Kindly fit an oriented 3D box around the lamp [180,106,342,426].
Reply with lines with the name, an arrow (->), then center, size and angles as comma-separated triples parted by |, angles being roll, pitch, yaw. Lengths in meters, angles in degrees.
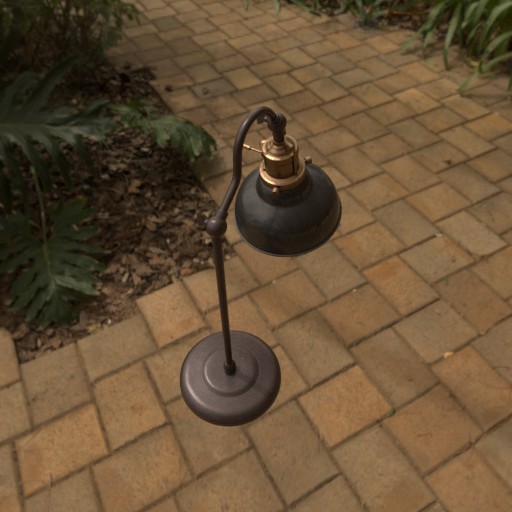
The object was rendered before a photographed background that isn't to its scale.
lamp -> 0.000, 0.000, 0.707 | 0.192, 0.508, 0.374 | 25, 52, 21
